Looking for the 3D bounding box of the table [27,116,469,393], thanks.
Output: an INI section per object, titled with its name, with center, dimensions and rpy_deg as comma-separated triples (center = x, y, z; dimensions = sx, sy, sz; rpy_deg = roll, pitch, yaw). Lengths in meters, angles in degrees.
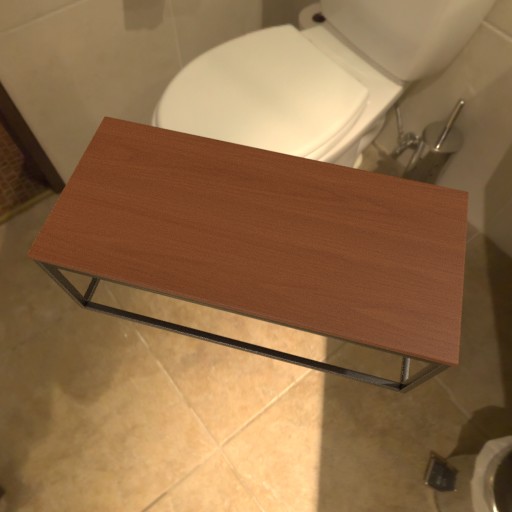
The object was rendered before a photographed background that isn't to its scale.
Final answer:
[table]
center = 0.000, 0.000, 1.372
dimensions = 1.100, 0.400, 0.500
rpy_deg = 13, 64, 7
